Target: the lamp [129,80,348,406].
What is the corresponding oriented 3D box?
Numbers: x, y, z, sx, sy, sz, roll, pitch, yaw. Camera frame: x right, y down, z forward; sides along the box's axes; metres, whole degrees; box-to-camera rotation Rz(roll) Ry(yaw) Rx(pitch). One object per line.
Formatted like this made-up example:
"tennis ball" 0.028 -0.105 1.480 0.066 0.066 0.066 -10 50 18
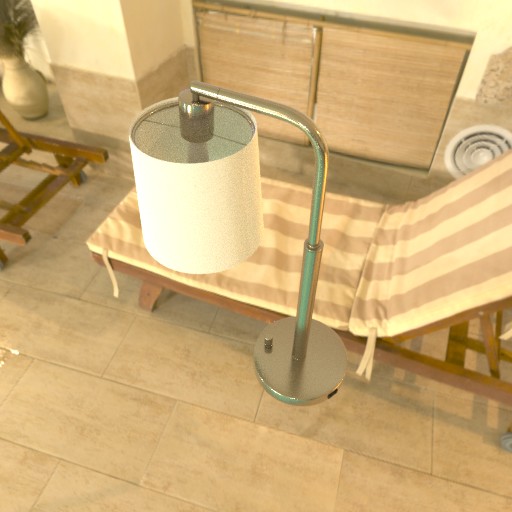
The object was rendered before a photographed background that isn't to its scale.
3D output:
"lamp" 0.000 0.000 0.633 0.333 0.489 0.171 17 49 15
